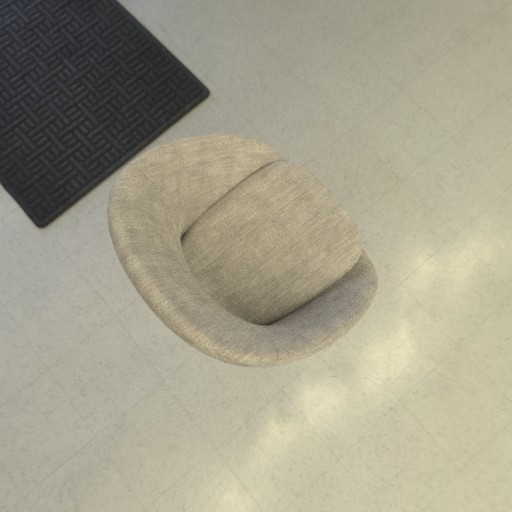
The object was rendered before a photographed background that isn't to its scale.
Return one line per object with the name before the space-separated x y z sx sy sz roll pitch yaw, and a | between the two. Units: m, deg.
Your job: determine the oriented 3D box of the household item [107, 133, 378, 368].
household item | 0.000 0.000 1.299 0.587 0.869 0.643 -37 78 -9
